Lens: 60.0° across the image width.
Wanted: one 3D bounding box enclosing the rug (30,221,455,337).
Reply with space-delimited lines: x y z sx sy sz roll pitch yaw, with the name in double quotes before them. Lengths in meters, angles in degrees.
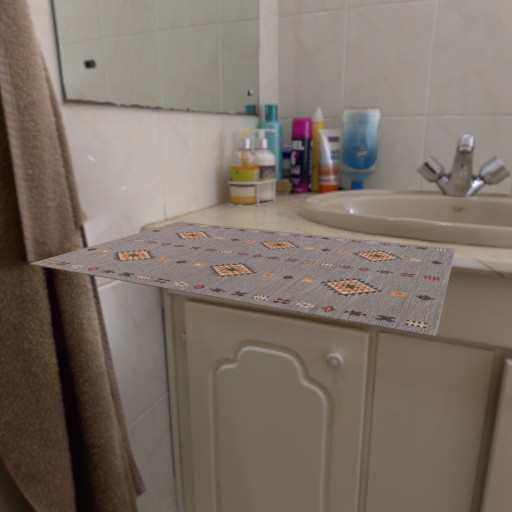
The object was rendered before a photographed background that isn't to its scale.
"rug" 0.000 0.000 2.267 1.818 0.005 1.217 7 17 25
